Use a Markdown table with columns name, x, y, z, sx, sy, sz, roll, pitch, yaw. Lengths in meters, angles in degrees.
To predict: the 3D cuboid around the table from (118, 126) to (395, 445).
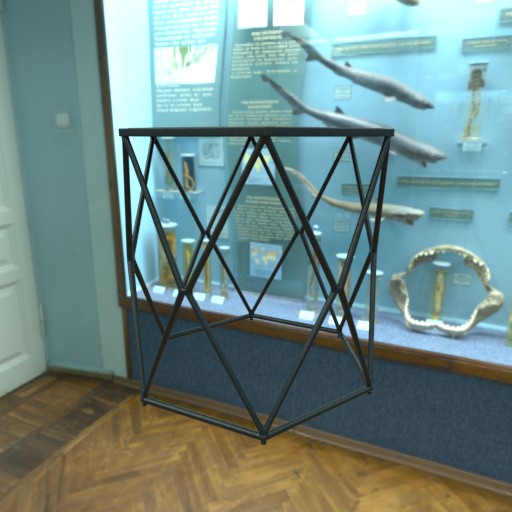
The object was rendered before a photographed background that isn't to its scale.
| name | x | y | z | sx | sy | sz | roll | pitch | yaw |
| --- | --- | --- | --- | --- | --- | --- | --- | --- | --- |
| table | 0.000 | 0.000 | 1.026 | 0.578 | 0.564 | 0.579 | 7 | 17 | 25 |
